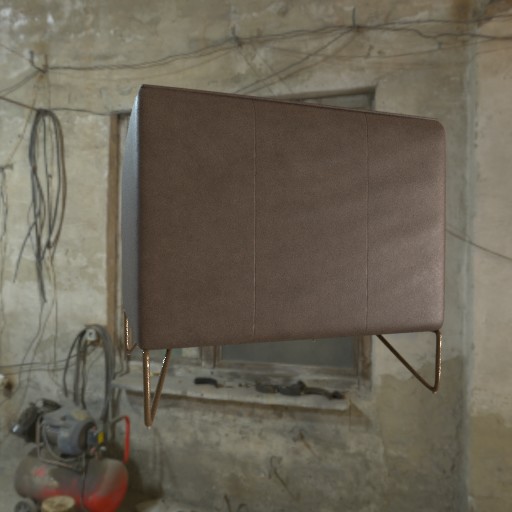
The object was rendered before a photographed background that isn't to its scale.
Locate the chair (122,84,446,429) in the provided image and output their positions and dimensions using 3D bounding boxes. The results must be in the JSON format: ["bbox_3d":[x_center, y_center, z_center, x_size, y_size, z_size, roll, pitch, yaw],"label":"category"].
[{"bbox_3d":[0.000,0.000,1.539,0.880,0.790,0.894,0,0,-19],"label":"chair"}]
